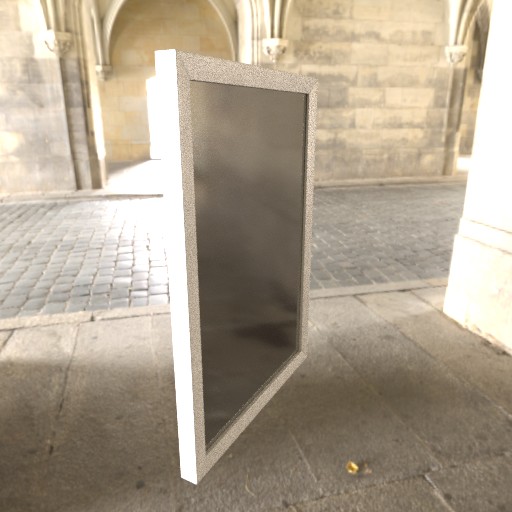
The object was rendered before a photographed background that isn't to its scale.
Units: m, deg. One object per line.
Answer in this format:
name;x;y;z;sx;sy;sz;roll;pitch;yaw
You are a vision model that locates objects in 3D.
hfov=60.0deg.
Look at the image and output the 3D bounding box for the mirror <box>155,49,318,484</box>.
mirror;0.000;0.000;0.905;0.040;0.710;0.507;9;20;28
